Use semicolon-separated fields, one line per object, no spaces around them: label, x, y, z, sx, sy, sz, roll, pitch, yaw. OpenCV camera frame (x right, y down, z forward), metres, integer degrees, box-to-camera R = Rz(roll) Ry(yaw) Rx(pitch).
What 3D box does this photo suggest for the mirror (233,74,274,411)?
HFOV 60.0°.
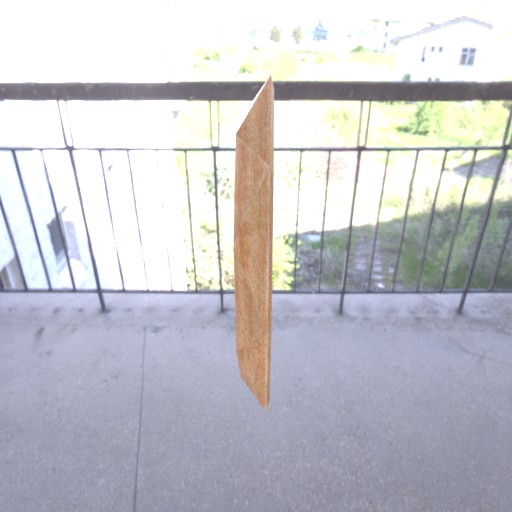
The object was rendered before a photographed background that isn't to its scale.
mirror;0.000;0.000;1.016;0.070;0.774;0.577;1;27;1
